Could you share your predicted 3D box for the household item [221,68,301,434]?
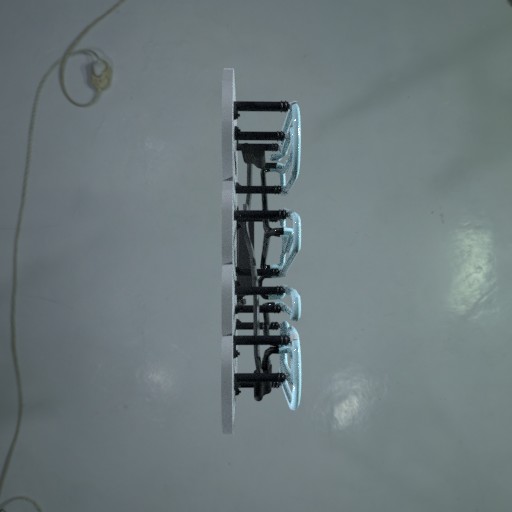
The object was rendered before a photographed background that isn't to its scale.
[{"bbox_3d":[0.000,0.000,0.372,0.042,0.294,0.211,0,89,-1],"label":"household item"}]
